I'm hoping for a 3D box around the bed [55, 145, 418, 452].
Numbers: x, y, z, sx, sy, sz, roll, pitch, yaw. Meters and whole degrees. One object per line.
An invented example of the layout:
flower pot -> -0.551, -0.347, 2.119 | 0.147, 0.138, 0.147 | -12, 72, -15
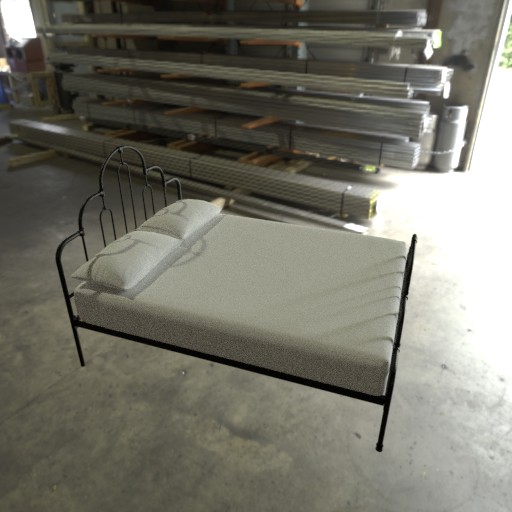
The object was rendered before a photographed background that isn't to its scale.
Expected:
bed -> 0.000, 0.000, 3.279 | 2.181, 1.444, 1.626 | 10, 29, 18
